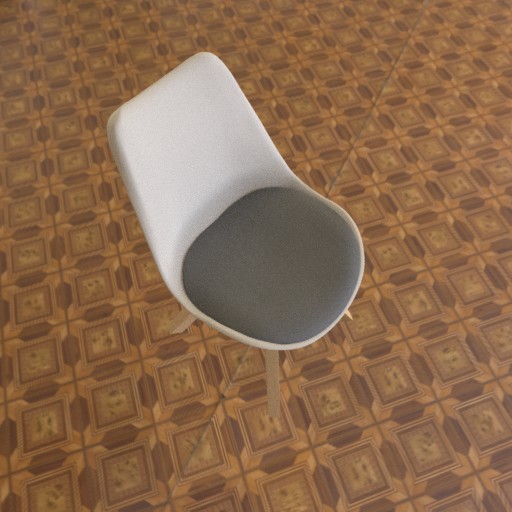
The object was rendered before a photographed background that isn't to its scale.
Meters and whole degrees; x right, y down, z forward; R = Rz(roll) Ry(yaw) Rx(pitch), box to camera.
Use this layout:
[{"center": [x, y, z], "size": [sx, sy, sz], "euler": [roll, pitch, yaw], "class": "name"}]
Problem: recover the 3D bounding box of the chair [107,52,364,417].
[{"center": [0.000, 0.000, 1.181], "size": [0.550, 0.850, 0.485], "euler": [35, 65, 19], "class": "chair"}]
